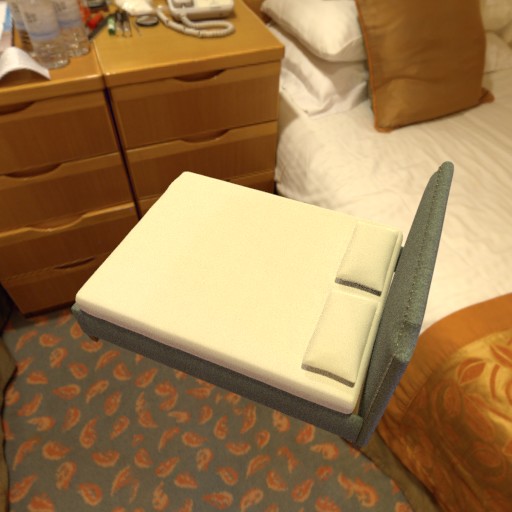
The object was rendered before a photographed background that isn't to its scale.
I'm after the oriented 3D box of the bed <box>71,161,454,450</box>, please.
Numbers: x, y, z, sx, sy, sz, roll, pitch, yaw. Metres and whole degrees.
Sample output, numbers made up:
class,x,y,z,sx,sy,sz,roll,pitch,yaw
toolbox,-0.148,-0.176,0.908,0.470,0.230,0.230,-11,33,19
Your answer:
class,x,y,z,sx,sy,sz,roll,pitch,yaw
bed,0.000,0.000,3.387,2.372,1.443,1.712,17,50,15
